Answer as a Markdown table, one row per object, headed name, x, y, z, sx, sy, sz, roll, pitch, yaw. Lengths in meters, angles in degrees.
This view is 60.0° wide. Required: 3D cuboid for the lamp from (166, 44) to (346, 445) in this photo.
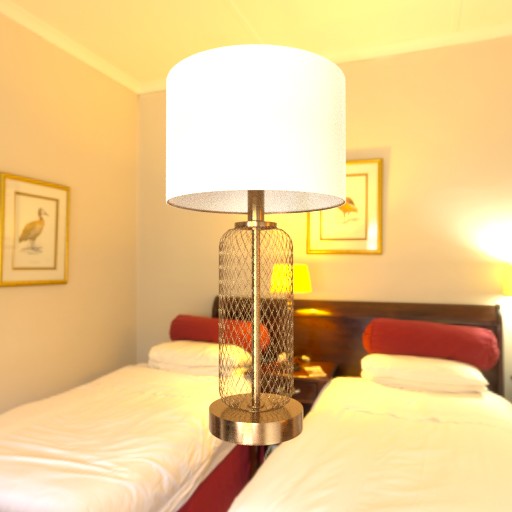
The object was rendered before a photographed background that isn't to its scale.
| name | x | y | z | sx | sy | sz | roll | pitch | yaw |
| --- | --- | --- | --- | --- | --- | --- | --- | --- | --- |
| lamp | 0.000 | 0.000 | 0.632 | 0.252 | 0.483 | 0.252 | 0 | -1 | -18 |
